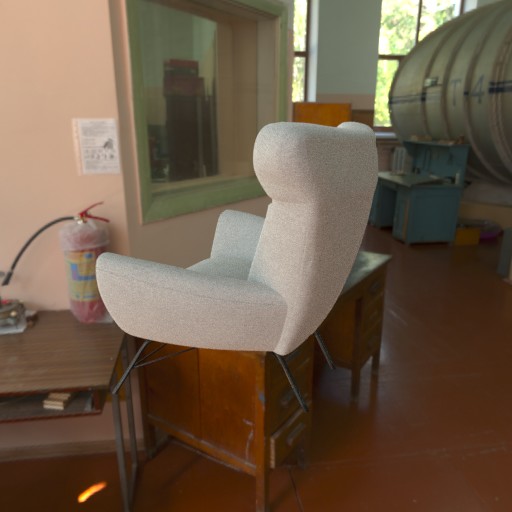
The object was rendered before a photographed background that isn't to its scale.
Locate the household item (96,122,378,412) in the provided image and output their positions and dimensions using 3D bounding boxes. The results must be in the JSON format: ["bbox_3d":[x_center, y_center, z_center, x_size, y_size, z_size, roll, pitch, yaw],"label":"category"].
[{"bbox_3d":[0.000,0.000,1.812,0.900,1.050,0.980,8,19,25],"label":"household item"}]
